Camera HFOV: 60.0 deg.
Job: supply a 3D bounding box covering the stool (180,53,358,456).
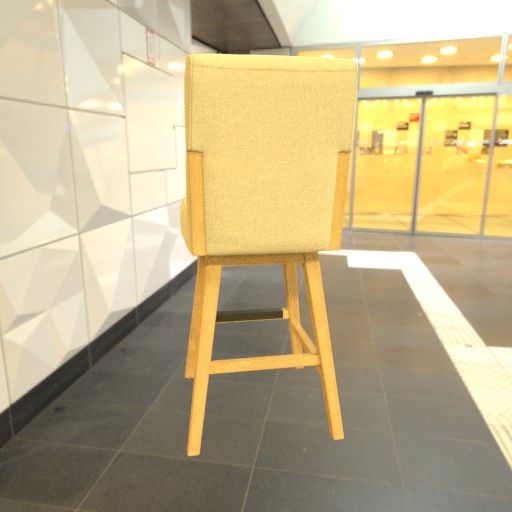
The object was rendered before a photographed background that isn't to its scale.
[{"bbox_3d":[0.000,0.000,1.317,0.446,1.015,0.543,-2,14,-9],"label":"stool"}]
